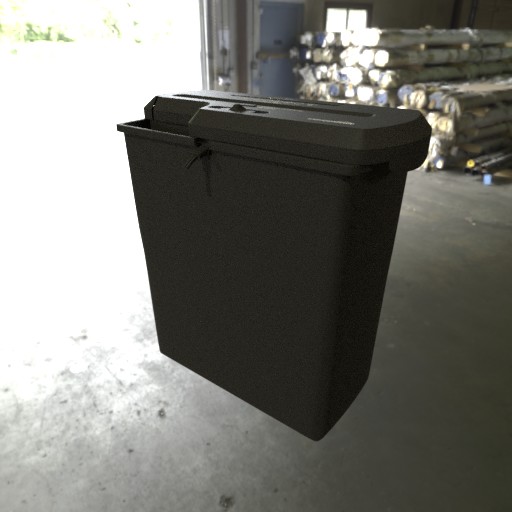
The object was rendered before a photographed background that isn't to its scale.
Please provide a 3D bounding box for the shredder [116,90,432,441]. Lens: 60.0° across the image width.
[{"bbox_3d":[0.000,0.000,0.500,0.320,0.335,0.170,19,32,33],"label":"shredder"}]
